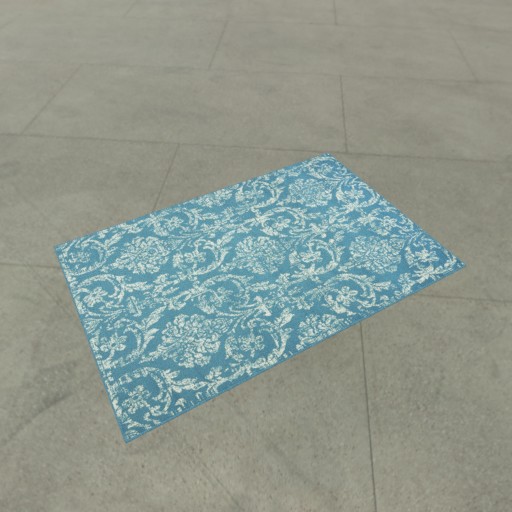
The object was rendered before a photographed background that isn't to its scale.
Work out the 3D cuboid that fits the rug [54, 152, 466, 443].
[{"bbox_3d":[0.000,0.000,3.525,2.746,0.018,1.816,-22,50,-20],"label":"rug"}]
